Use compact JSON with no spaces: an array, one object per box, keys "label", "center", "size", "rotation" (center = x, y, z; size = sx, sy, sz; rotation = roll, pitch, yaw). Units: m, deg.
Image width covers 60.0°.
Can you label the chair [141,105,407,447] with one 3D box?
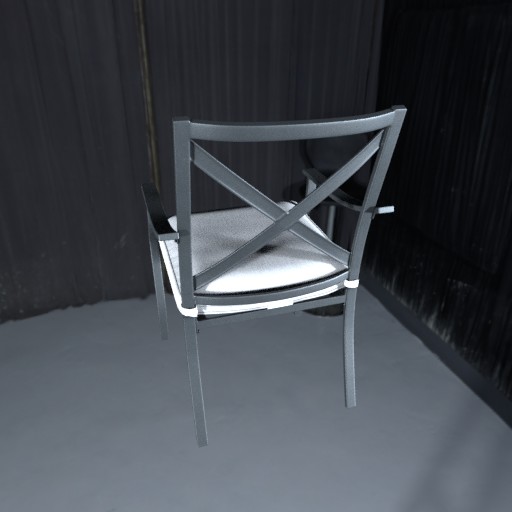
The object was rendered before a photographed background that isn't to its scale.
[{"label":"chair","center":[0.000,0.000,1.293],"size":[0.575,0.889,0.620],"rotation":[-8,28,-16]}]
